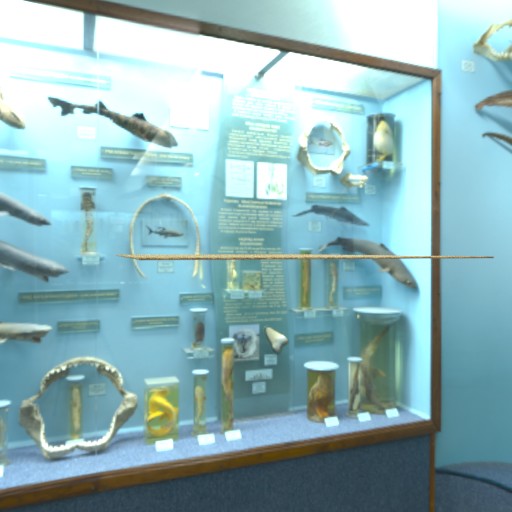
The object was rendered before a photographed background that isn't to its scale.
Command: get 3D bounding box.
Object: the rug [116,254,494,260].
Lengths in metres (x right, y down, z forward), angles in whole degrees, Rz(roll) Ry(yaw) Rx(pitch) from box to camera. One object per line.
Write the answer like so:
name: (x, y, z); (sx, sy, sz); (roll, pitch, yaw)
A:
rug: (0.000, 0.000, 4.230); (2.438, 0.012, 3.200); (0, 1, -20)
